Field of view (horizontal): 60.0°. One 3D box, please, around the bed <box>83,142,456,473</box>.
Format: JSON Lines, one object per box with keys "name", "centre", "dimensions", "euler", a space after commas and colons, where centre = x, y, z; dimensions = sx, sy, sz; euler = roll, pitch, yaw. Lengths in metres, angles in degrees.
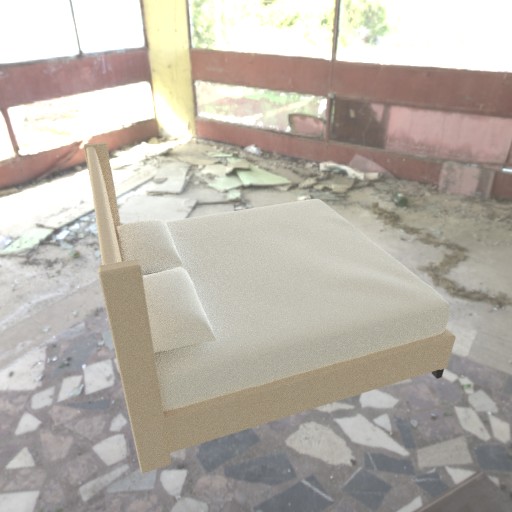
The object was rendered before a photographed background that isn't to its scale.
{"name": "bed", "centre": [0.000, 0.000, 3.556], "dimensions": [2.293, 1.471, 2.145], "euler": [-11, 32, -17]}
